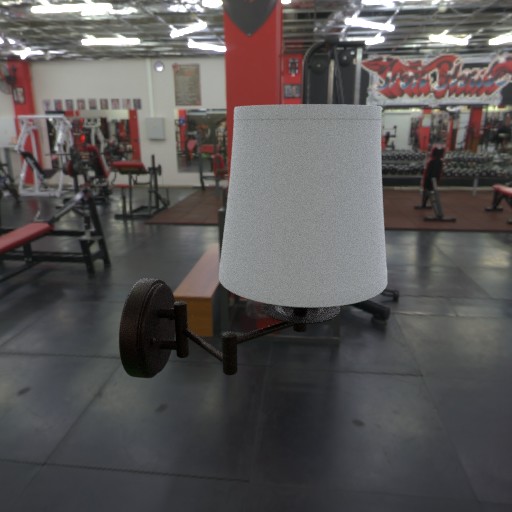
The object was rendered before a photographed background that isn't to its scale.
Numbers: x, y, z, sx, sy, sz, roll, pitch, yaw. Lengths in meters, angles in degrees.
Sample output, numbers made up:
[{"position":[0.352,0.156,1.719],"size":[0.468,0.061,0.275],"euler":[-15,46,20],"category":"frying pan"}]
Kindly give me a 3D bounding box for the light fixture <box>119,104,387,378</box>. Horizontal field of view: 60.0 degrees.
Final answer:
[{"position":[0.000,0.000,0.271],"size":[0.157,0.172,0.100],"euler":[3,17,9],"category":"light fixture"}]
